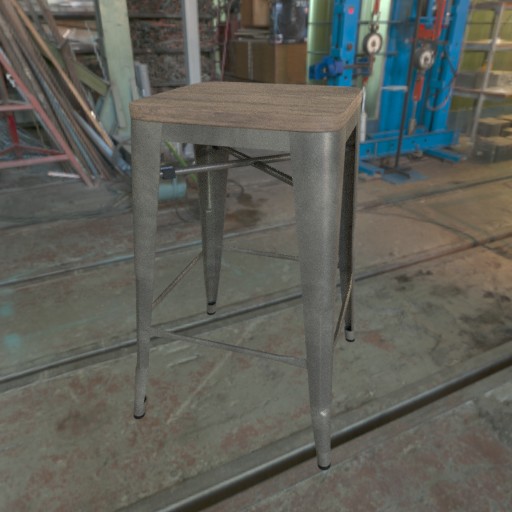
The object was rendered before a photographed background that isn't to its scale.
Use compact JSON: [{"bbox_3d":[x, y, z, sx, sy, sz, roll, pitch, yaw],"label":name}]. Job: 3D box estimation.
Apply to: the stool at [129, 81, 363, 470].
[{"bbox_3d":[0.000,0.000,0.880,0.407,0.607,0.407,8,29,16],"label":"stool"}]
